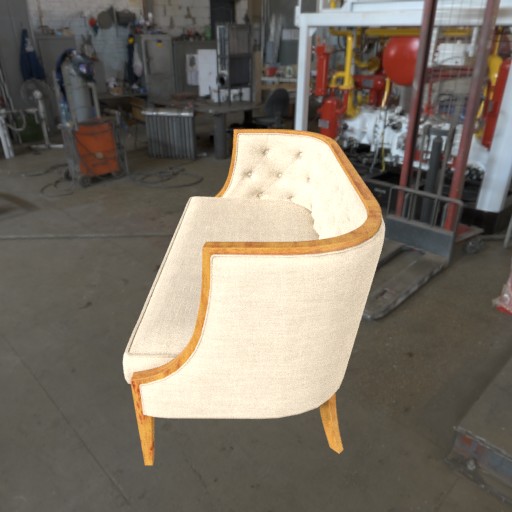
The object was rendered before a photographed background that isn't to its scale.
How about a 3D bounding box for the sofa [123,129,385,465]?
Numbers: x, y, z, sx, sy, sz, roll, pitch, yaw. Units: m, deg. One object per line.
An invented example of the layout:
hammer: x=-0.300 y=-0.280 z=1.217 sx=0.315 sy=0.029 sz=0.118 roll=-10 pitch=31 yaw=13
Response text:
sofa: x=0.000 y=0.000 z=1.879 sx=0.770 sy=0.775 sz=1.474 roll=0 pitch=27 yaw=0
